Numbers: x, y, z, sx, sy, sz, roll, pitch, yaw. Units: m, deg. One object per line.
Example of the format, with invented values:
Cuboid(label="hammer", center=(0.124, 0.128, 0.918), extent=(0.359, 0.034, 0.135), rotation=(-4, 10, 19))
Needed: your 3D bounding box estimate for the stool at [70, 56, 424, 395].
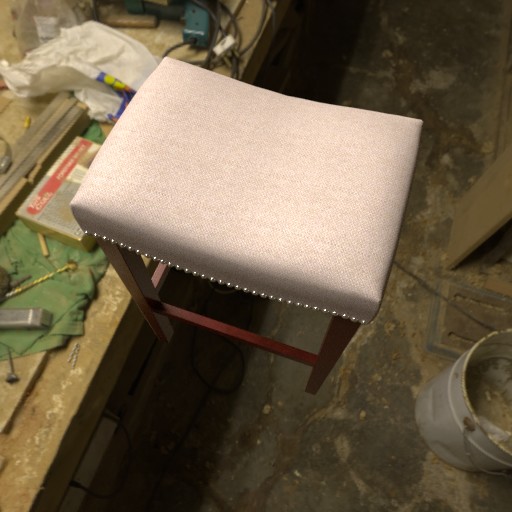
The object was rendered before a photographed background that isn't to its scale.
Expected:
Cuboid(label="stool", center=(0.000, 0.000, 1.028), extent=(0.504, 0.742, 0.372), rotation=(17, 64, 9))
